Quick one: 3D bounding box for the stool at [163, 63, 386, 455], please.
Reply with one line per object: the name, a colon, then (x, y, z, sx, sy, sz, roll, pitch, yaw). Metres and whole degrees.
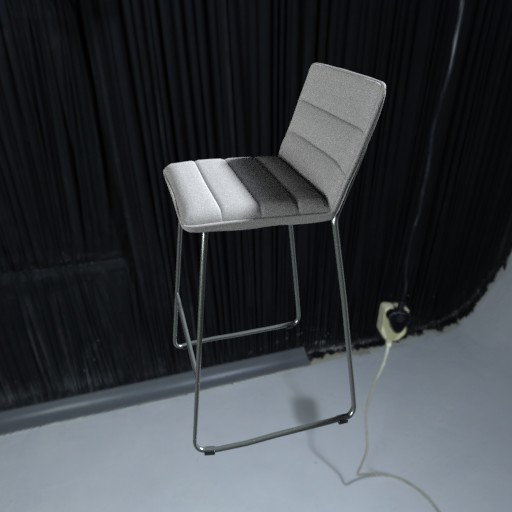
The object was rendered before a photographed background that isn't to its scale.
stool: (0.000, 0.000, 1.247, 0.490, 0.960, 0.490, -8, 31, -14)
